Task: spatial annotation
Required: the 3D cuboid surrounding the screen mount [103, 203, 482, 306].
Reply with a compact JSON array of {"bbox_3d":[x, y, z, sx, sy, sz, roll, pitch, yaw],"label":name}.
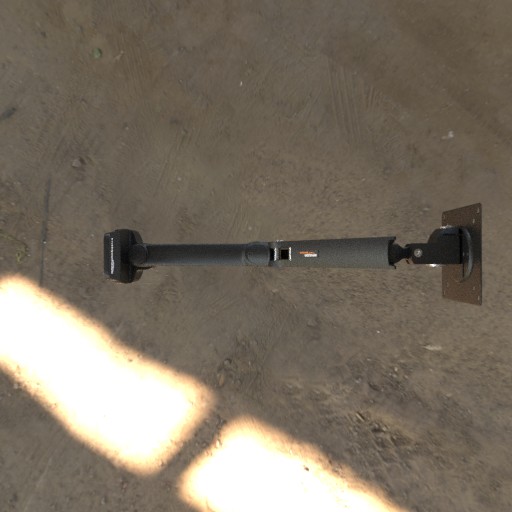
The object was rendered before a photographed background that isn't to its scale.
[{"bbox_3d":[0.000,0.000,0.719,0.495,0.466,0.115,0,90,0],"label":"screen mount"}]
